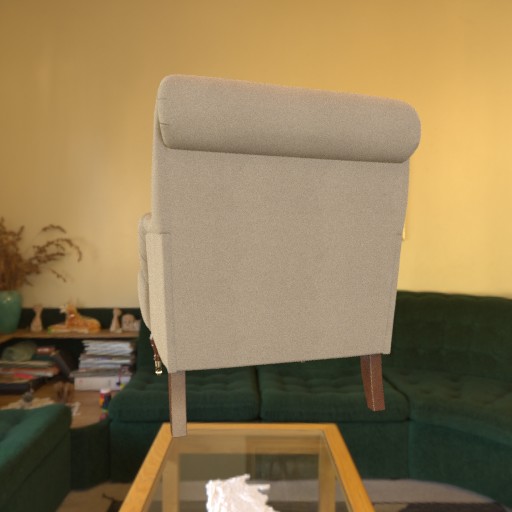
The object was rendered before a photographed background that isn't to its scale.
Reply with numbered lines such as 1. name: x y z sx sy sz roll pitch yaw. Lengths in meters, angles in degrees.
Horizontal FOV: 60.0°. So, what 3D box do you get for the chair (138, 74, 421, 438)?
1. chair: 0.000 0.000 1.536 0.766 0.942 0.842 -1 2 -18
